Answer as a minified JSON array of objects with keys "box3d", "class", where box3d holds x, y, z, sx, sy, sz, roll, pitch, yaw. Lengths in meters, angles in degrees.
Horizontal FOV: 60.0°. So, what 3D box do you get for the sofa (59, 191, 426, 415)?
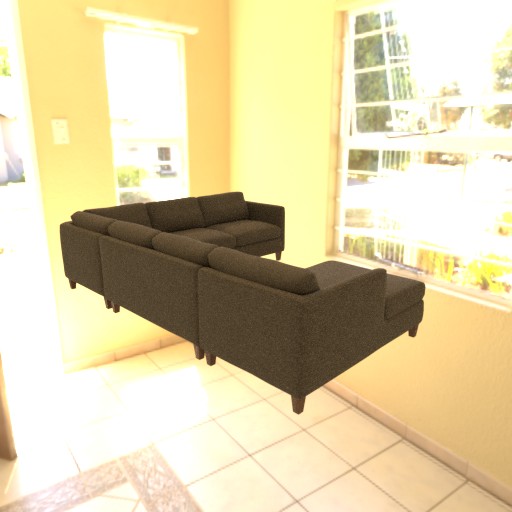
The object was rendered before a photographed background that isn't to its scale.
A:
[{"box3d":[0.000,0.000,4.359,3.238,0.853,2.551,15,21,43],"class":"sofa"}]
